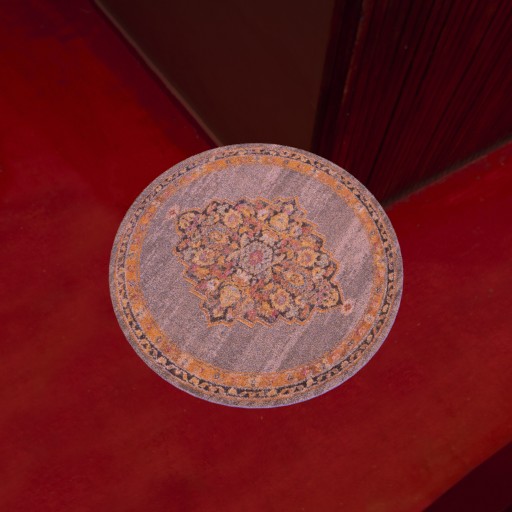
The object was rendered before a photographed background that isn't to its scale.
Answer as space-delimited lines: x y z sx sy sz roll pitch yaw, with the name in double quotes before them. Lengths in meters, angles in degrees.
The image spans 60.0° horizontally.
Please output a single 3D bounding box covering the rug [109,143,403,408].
"rug" 0.000 0.000 3.630 2.382 0.014 2.382 0 63 0
